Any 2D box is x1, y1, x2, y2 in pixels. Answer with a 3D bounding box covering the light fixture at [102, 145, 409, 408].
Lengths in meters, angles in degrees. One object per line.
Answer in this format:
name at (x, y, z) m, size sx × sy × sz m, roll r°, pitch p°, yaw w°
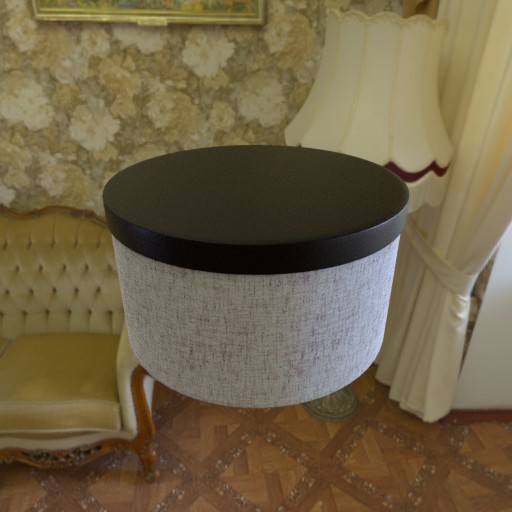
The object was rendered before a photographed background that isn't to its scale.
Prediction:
light fixture at (0.000, 0.000, 0.639) m, size 0.389 × 0.229 × 0.389 m, roll 0°, pitch 27°, yaw 0°
